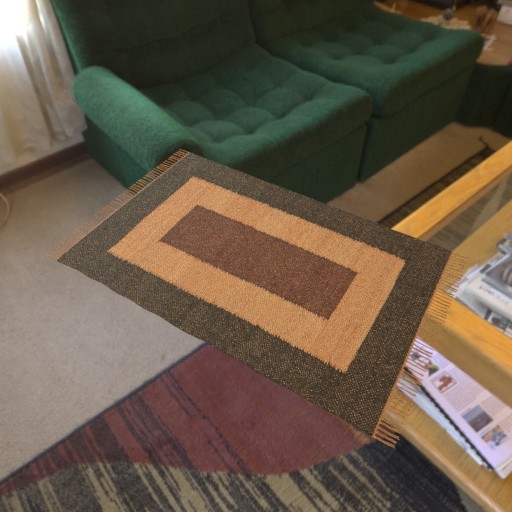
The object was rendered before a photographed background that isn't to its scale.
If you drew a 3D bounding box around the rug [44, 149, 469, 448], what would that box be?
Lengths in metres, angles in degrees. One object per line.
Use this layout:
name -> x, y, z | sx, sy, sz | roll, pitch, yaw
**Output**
rug -> 0.000, 0.000, 1.853 | 1.541, 0.013, 0.920 | 24, 52, 21
